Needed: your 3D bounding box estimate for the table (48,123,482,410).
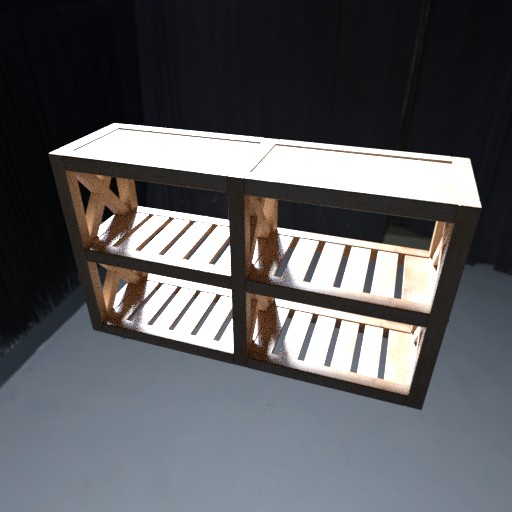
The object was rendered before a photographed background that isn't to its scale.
[{"bbox_3d":[0.000,0.000,1.630,1.320,0.762,0.381,10,33,15],"label":"table"}]
